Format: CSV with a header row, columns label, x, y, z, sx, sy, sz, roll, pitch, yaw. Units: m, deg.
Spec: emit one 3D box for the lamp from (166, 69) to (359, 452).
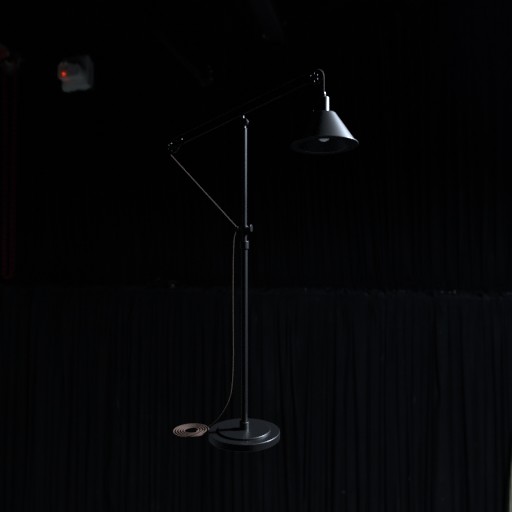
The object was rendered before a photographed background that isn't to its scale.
label,x,y,z,sx,sy,sz,roll,pitch,yaw
lamp,0.000,0.000,1.992,0.904,1.626,0.319,0,-1,17
